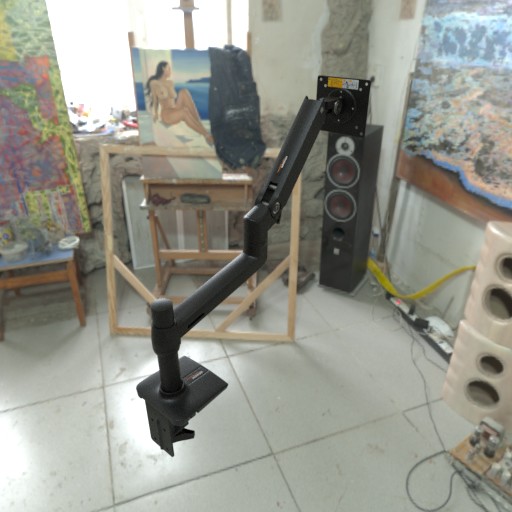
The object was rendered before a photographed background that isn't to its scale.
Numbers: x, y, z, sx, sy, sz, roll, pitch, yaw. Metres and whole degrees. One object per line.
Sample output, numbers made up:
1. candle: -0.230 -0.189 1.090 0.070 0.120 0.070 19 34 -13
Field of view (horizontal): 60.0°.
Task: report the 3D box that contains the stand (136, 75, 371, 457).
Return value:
1. stand: 0.000 0.000 1.027 0.152 0.713 0.650 22 36 35
